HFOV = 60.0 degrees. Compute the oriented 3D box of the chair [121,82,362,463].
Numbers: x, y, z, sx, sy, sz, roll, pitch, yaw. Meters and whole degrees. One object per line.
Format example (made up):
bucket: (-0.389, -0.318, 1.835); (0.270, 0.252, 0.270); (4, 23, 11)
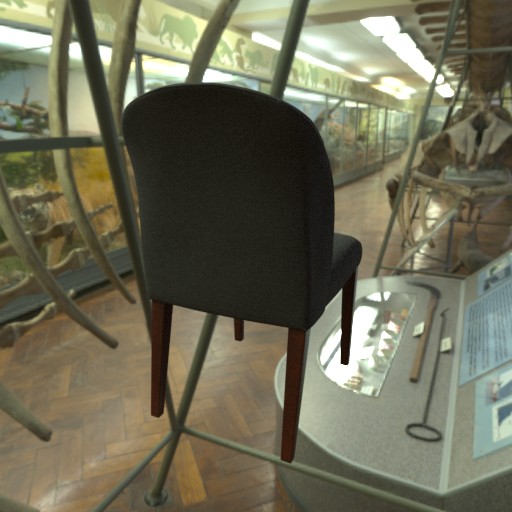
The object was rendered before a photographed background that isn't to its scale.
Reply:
chair: (0.000, 0.000, 1.270); (0.506, 0.879, 0.619); (8, 18, 25)
